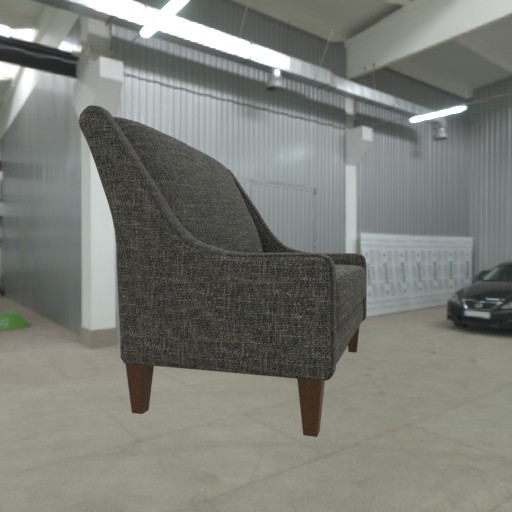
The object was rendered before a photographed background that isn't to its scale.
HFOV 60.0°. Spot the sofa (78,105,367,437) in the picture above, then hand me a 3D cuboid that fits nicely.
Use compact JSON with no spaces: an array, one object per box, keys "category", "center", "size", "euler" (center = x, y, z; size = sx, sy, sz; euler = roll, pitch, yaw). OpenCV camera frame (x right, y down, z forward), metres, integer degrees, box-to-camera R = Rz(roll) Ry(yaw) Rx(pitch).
[{"category":"sofa","center":[0.000,0.000,1.926],"size":[0.870,1.021,1.242],"euler":[0,0,18]}]
